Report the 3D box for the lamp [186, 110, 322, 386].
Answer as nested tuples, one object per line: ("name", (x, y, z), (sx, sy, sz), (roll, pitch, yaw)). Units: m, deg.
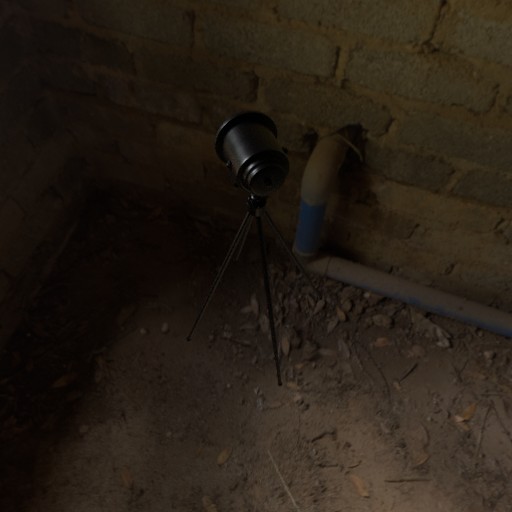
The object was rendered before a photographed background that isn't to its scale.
("lamp", (0.000, 0.000, 2.095), (0.879, 1.504, 0.884), (-16, 60, -9))
